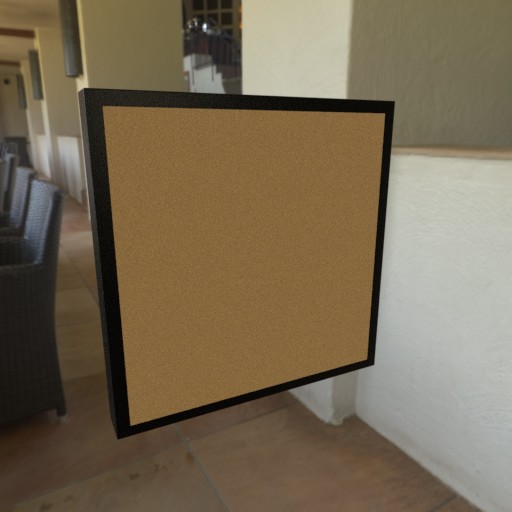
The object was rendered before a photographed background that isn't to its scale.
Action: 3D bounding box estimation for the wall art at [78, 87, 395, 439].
[{"bbox_3d":[0.000,0.000,0.442,0.299,0.299,0.037,-8,17,-26],"label":"wall art"}]
